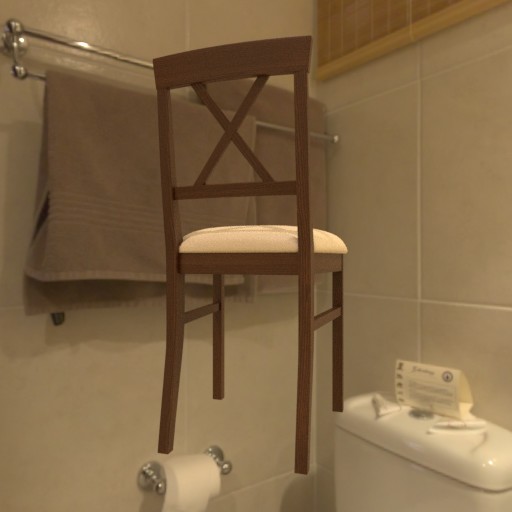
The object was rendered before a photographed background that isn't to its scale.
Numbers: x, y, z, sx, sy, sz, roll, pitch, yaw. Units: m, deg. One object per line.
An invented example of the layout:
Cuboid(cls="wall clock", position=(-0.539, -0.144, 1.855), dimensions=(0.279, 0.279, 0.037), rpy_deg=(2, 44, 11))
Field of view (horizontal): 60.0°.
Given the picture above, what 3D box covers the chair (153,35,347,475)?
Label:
Cuboid(cls="chair", position=(0.000, 0.000, 1.183), dimensions=(0.440, 0.913, 0.480), rpy_deg=(0, 0, 17))
